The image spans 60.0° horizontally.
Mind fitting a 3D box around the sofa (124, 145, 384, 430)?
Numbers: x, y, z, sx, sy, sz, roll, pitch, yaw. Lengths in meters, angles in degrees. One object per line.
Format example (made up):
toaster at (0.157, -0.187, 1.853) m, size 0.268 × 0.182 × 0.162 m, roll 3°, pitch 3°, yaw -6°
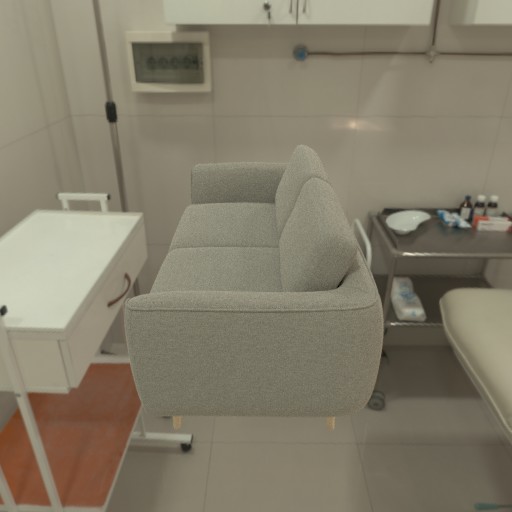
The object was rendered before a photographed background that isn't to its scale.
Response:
sofa at (0.000, 0.000, 2.218) m, size 0.920 × 0.850 × 1.700 m, roll 0°, pitch 27°, yaw 0°
